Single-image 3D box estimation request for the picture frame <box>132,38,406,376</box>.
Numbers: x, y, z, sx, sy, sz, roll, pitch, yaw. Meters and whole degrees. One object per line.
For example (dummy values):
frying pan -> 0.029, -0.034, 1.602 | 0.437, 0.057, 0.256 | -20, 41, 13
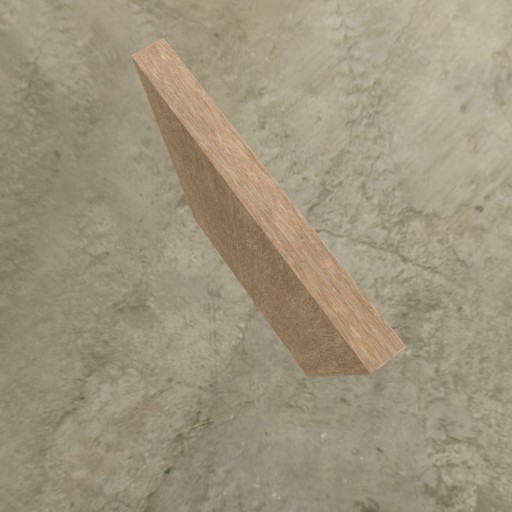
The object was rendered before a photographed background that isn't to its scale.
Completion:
picture frame -> 0.000, 0.000, 0.709 | 0.043, 0.526, 0.424 | -34, 77, -9
